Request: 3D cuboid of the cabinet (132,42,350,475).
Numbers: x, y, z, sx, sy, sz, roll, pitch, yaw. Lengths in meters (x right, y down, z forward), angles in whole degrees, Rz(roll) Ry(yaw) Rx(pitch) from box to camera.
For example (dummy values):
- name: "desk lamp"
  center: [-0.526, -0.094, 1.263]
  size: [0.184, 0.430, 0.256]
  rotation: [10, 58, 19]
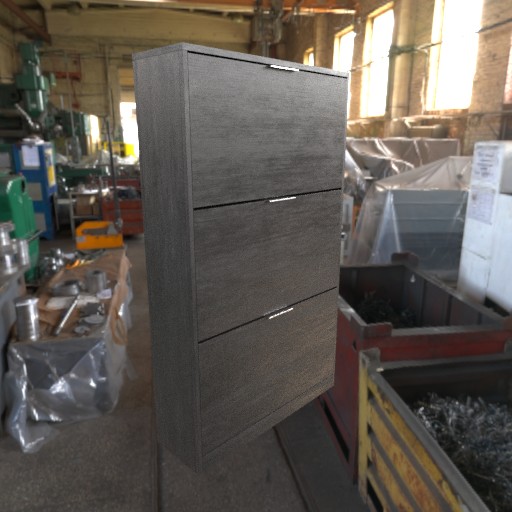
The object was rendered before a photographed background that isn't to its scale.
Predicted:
- name: "cabinet"
  center: [0.000, 0.000, 1.594]
  size: [0.250, 1.280, 0.750]
  rotation: [14, 21, 43]
